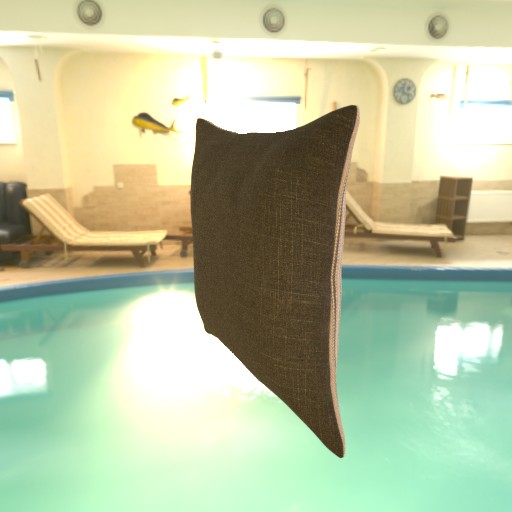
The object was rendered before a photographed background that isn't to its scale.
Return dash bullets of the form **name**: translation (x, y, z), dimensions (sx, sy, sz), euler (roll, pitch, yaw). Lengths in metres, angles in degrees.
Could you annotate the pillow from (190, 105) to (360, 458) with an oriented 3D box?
- **pillow**: translation (0.000, 0.000, 0.713), dimensions (0.138, 0.444, 0.468), euler (-8, 17, -27)
